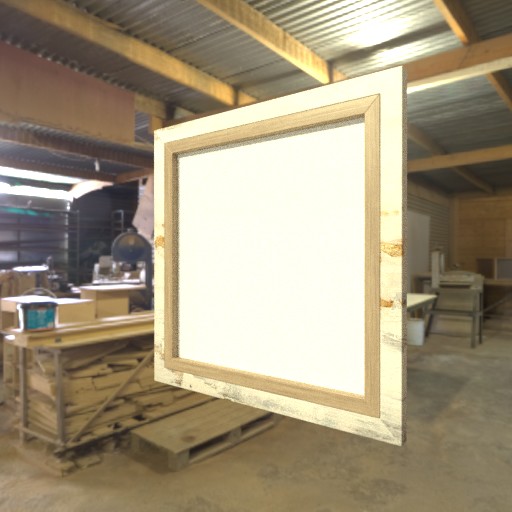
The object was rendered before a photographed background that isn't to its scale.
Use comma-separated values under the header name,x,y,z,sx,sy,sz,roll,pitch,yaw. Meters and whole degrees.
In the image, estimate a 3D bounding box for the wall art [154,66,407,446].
name,x,y,z,sx,sy,sz,roll,pitch,yaw
wall art,0.000,0.000,1.508,1.015,1.018,0.040,0,0,38
